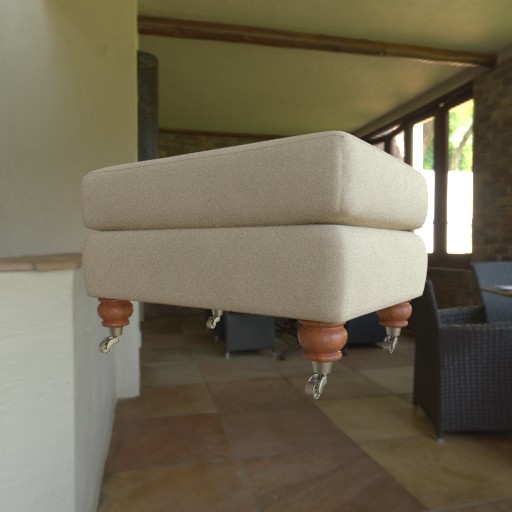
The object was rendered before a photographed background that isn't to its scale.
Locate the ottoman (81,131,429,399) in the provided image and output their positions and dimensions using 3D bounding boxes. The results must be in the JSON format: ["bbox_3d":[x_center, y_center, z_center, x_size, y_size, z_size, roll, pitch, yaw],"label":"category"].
[{"bbox_3d":[0.000,0.000,1.174,0.773,0.504,0.569,1,1,35],"label":"ottoman"}]
